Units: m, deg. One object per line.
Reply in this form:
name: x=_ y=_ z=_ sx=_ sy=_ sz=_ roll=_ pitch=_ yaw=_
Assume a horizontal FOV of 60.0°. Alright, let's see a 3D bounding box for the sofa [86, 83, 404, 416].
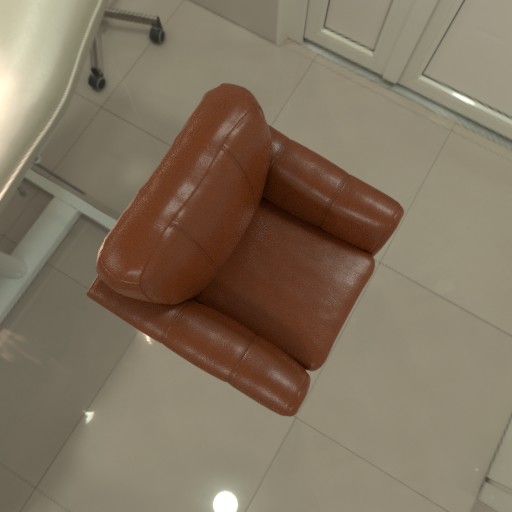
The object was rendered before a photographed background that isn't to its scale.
sofa: x=0.000 y=0.000 z=1.544 sx=0.789 sy=0.876 sz=0.836 roll=30 pitch=78 yaw=7
